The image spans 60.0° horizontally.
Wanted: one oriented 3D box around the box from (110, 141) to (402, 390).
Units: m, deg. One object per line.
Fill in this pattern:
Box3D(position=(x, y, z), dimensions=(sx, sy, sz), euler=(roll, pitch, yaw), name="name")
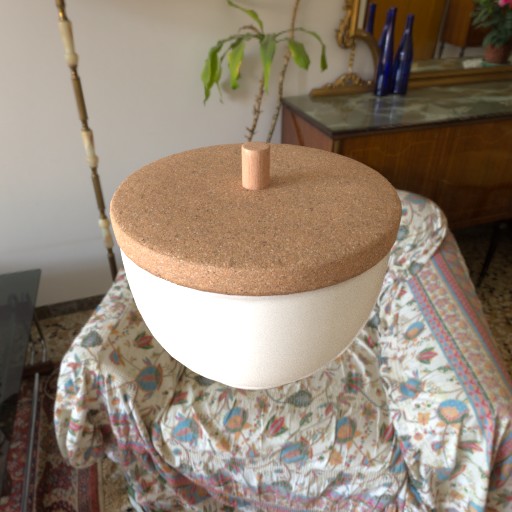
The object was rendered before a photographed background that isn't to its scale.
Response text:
Box3D(position=(0.000, 0.000, 0.184), dimensions=(0.107, 0.094, 0.107), euler=(0, 33, 0), name="box")
